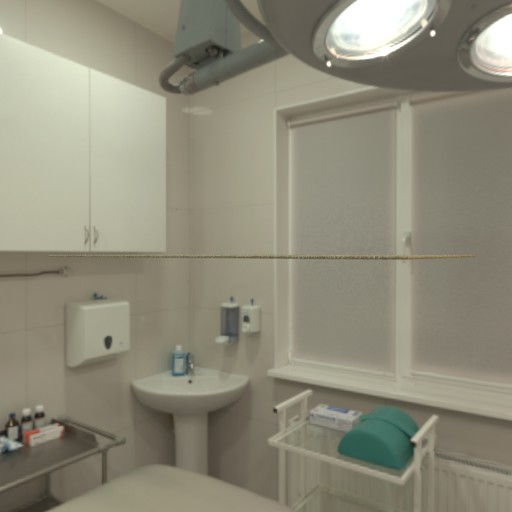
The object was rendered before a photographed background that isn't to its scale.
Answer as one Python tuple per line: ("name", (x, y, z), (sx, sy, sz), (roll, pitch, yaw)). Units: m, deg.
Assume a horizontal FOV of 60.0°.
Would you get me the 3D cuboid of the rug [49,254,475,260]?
("rug", (0.000, 0.000, 2.984), (2.448, 0.012, 1.540), (0, 0, 35))
